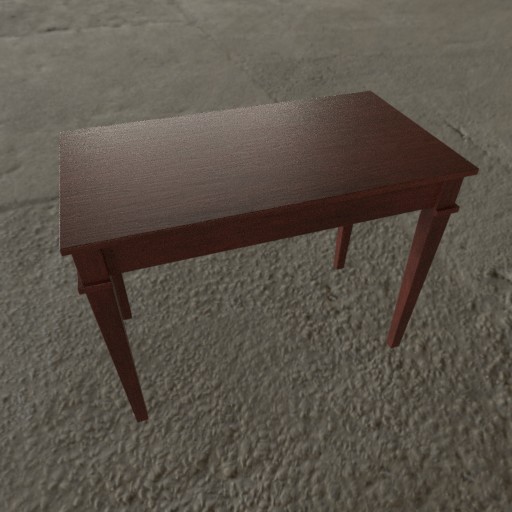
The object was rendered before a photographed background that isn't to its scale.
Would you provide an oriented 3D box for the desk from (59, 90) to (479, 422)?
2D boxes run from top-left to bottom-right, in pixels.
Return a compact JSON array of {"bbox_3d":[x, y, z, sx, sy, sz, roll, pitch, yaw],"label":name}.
[{"bbox_3d":[0.000,0.000,1.440,1.001,0.762,0.549,-12,43,-14],"label":"desk"}]
